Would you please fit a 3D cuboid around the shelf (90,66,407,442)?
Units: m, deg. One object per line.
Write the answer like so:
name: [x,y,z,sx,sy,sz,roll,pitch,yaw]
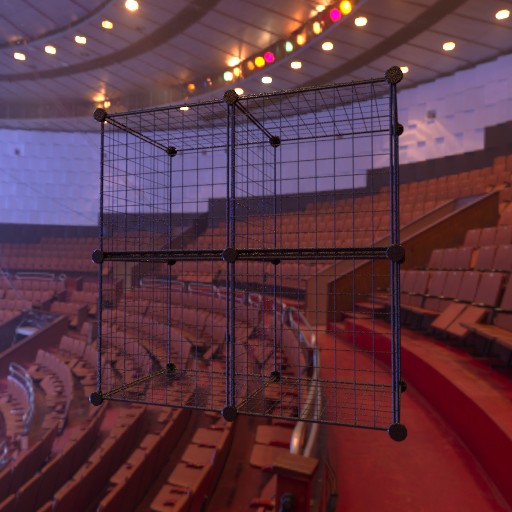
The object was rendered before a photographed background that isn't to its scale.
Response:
shelf: [0.000,0.000,1.115,0.711,0.711,0.356,-1,-2,19]
